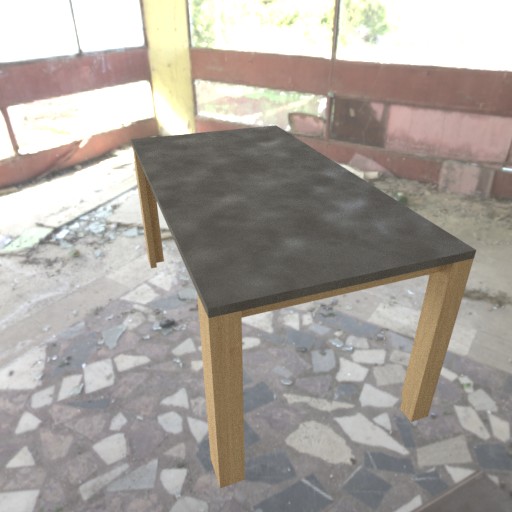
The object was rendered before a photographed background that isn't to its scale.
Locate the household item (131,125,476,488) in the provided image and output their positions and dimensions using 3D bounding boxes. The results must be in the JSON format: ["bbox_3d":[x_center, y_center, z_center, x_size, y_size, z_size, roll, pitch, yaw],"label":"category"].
[{"bbox_3d":[0.000,0.000,2.071,0.850,0.755,1.600,-11,32,-17],"label":"household item"}]
